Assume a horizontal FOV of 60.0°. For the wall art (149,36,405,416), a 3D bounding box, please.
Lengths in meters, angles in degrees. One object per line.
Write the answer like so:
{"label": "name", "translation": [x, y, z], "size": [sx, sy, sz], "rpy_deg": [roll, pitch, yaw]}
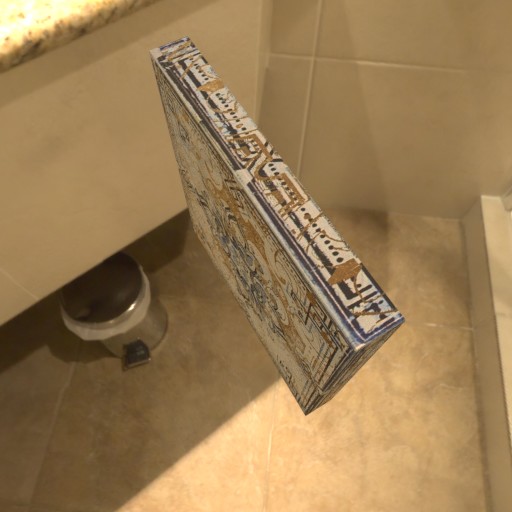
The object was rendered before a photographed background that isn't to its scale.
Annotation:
{"label": "wall art", "translation": [0.000, 0.000, 0.463], "size": [0.038, 0.306, 0.302], "rpy_deg": [-27, 66, -13]}
